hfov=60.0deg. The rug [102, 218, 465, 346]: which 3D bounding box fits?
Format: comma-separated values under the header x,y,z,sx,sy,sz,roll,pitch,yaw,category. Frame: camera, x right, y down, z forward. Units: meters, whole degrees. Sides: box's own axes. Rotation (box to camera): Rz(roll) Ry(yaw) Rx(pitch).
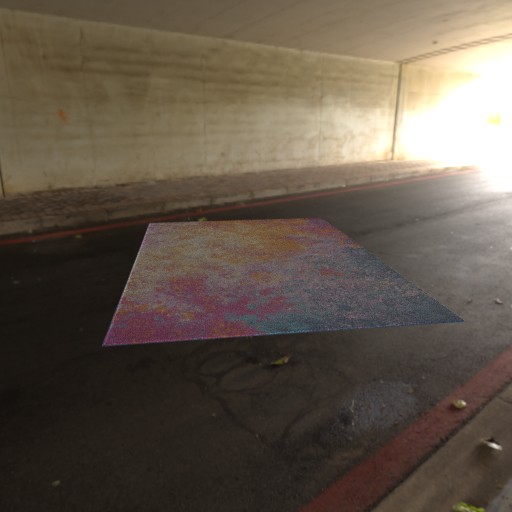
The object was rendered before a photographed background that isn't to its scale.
x,y,z,sx,sy,sz,roll,pitch,yaw,category
0.000,0.000,3.760,2.007,0.013,2.896,-2,17,-8,rug
